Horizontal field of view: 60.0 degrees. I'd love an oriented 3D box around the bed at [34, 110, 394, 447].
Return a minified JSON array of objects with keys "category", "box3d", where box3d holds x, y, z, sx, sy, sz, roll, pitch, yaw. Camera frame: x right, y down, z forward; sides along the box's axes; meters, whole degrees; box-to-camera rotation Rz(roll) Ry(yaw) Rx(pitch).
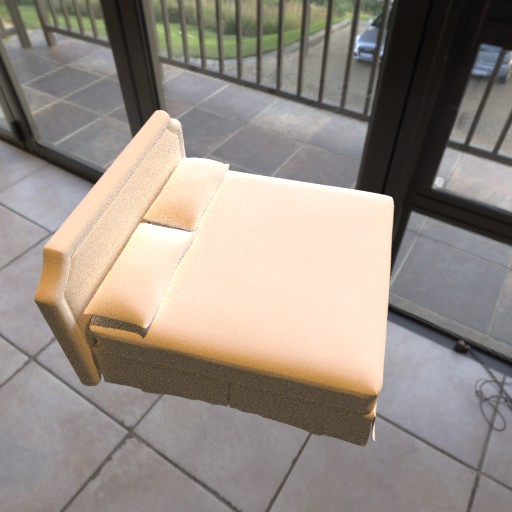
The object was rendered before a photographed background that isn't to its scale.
[{"category":"bed","box3d":[0.000,0.000,3.455,2.204,1.301,2.160,11,47,10]}]
